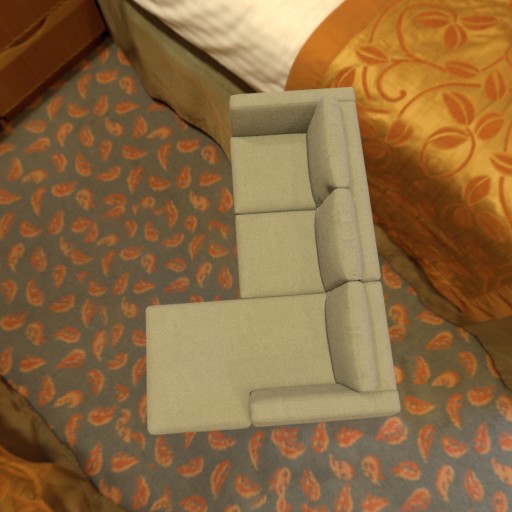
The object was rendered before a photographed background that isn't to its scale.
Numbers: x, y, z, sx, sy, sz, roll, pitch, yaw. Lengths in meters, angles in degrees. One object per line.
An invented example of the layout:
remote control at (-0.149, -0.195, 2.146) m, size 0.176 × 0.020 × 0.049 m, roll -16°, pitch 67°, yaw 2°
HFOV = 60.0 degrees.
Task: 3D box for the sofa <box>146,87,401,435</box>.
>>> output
sofa at (0.000, 0.000, 3.160) m, size 1.580 × 0.860 × 2.300 m, roll -4°, pitch 76°, yaw -1°
